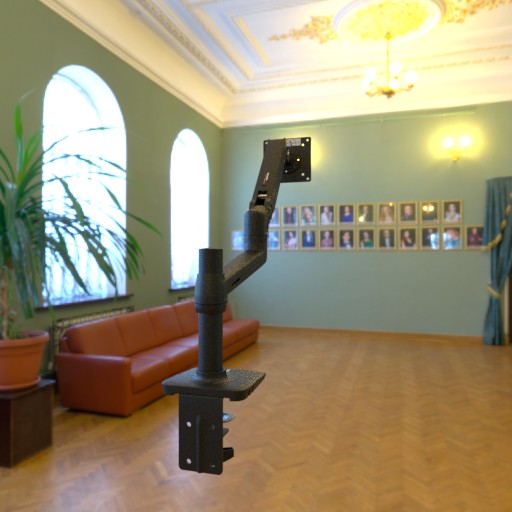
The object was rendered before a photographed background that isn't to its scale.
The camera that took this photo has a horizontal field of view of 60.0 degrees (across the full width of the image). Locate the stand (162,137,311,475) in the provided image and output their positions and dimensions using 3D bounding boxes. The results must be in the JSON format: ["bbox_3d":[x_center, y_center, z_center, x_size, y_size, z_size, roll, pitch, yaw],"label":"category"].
[{"bbox_3d":[0.000,0.000,1.027,0.152,0.713,0.650,0,0,16],"label":"stand"}]
